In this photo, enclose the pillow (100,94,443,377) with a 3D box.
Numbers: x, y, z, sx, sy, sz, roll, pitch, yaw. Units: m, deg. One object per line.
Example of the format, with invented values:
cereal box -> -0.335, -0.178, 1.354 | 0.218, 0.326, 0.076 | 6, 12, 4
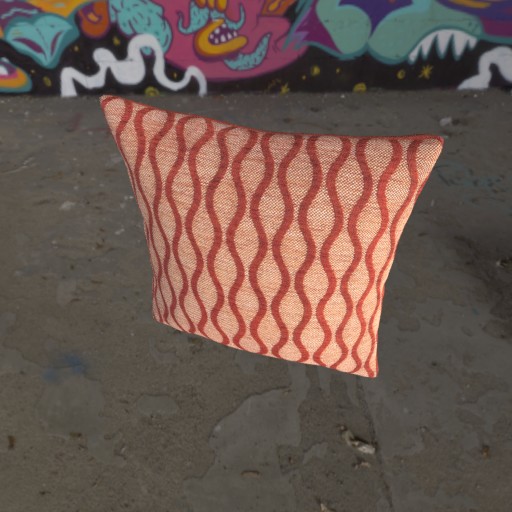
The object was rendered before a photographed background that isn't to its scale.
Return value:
pillow -> 0.000, 0.000, 0.658 | 0.429, 0.434, 0.159 | 11, 42, 13
